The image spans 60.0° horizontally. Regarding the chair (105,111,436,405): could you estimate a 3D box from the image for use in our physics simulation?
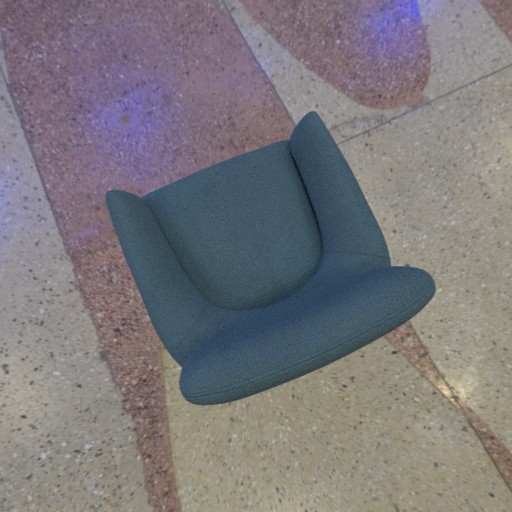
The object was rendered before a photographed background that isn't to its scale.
[{"bbox_3d":[0.000,0.000,1.416,0.738,0.813,0.761,-23,76,-6],"label":"chair"}]
